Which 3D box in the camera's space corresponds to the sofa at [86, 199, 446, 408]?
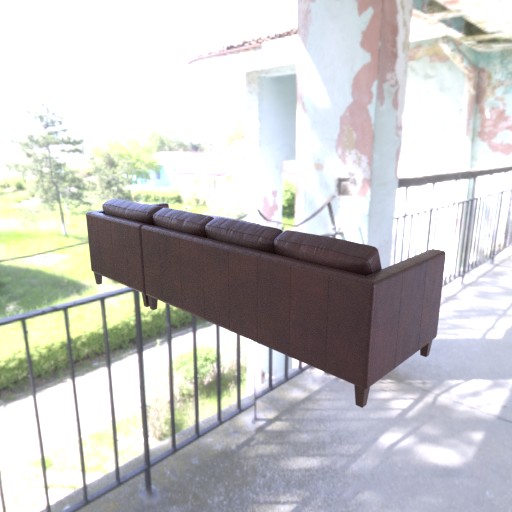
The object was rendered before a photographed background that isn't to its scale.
[{"bbox_3d":[0.000,0.000,3.941,3.203,0.883,1.581,14,20,42],"label":"sofa"}]
